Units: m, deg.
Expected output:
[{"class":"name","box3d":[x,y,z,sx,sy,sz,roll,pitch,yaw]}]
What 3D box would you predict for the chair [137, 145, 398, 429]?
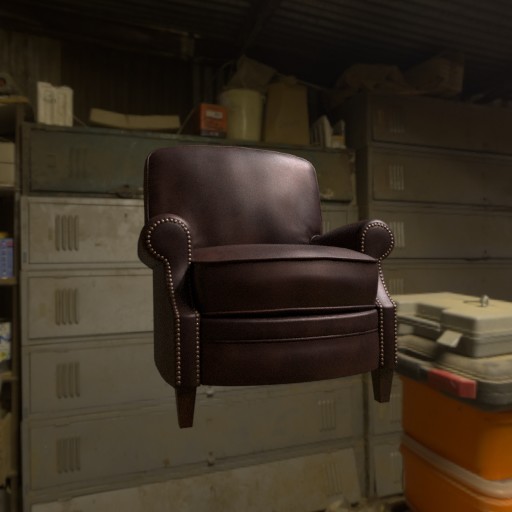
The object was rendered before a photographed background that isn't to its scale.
[{"class":"chair","box3d":[0.000,0.000,1.786,0.936,1.018,0.986,0,1,-18]}]
